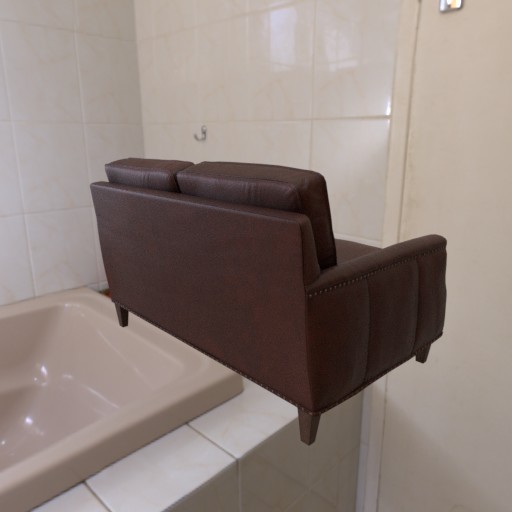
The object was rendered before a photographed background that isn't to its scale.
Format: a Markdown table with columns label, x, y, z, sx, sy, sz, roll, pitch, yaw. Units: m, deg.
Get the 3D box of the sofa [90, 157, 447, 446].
| label | x | y | z | sx | sy | sz | roll | pitch | yaw |
| --- | --- | --- | --- | --- | --- | --- | --- | --- | --- |
| sofa | 0.000 | 0.000 | 2.302 | 1.083 | 1.003 | 1.628 | -14 | 21 | -42 |
